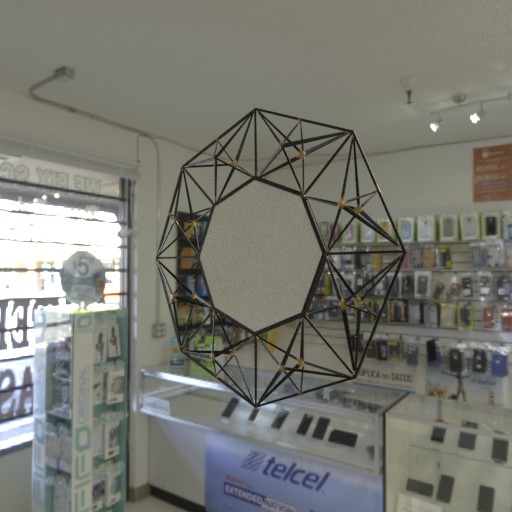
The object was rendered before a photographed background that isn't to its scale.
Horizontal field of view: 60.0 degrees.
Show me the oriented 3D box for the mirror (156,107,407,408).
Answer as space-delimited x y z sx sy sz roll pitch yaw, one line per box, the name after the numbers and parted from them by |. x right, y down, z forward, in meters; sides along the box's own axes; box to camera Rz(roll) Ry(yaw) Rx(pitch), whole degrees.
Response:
0.000 0.000 1.049 0.710 0.710 0.094 -2 -3 37 | mirror
